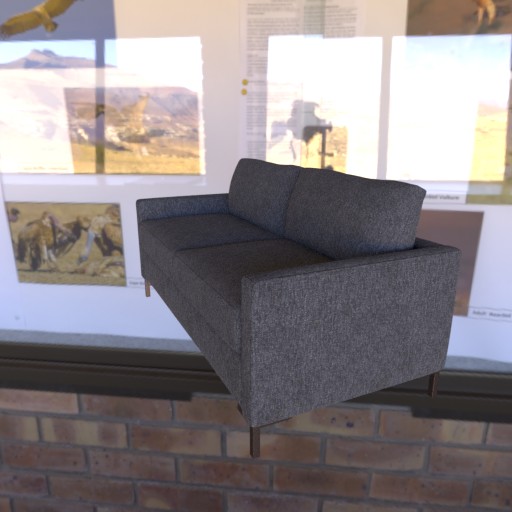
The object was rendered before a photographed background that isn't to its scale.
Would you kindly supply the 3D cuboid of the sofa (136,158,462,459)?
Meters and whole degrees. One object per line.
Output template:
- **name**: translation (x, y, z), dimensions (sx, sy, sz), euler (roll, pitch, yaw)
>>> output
- **sofa**: translation (0.000, 0.000, 2.205), dimensions (0.866, 0.862, 1.716), euler (-8, 18, -25)
